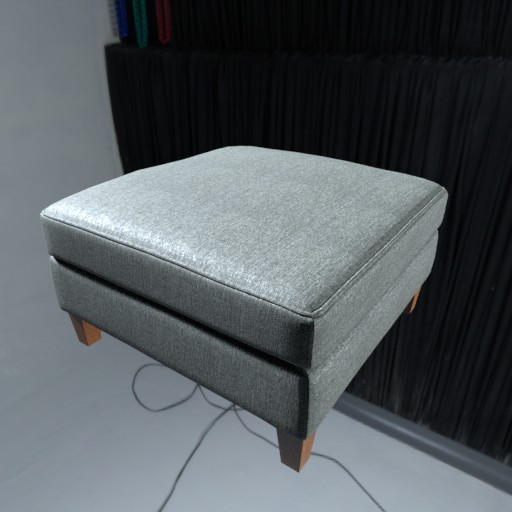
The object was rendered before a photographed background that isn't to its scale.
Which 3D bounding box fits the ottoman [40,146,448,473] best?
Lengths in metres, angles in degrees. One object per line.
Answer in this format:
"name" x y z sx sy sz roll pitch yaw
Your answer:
"ottoman" 0.000 0.000 1.303 0.838 0.481 0.838 18 32 31
